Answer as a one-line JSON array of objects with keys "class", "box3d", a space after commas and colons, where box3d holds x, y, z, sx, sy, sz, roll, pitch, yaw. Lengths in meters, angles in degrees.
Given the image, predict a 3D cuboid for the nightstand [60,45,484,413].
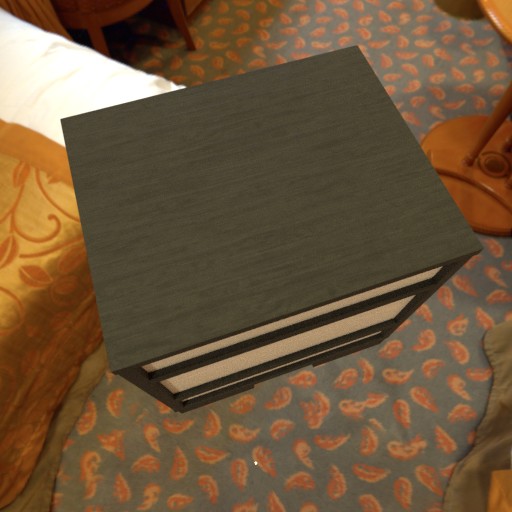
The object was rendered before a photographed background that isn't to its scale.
[{"class": "nightstand", "box3d": [0.000, 0.000, 0.744, 0.427, 0.448, 0.347, -17, 66, -8]}]
